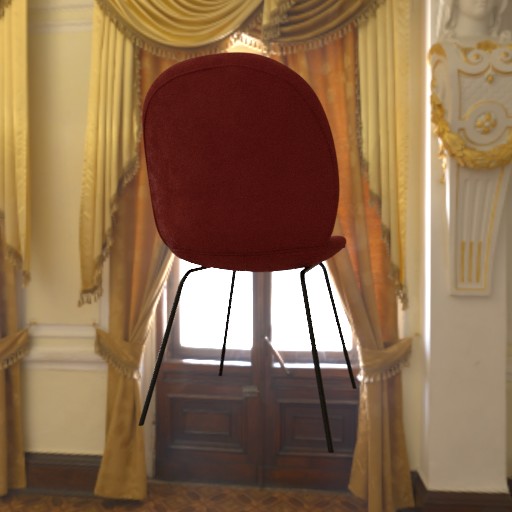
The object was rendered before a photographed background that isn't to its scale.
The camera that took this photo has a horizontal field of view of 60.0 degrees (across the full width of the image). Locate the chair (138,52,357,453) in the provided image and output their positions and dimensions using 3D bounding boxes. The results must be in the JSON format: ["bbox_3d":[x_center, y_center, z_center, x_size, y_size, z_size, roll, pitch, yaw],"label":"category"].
[{"bbox_3d":[0.000,0.000,1.137,0.458,0.791,0.587,0,0,18],"label":"chair"}]
